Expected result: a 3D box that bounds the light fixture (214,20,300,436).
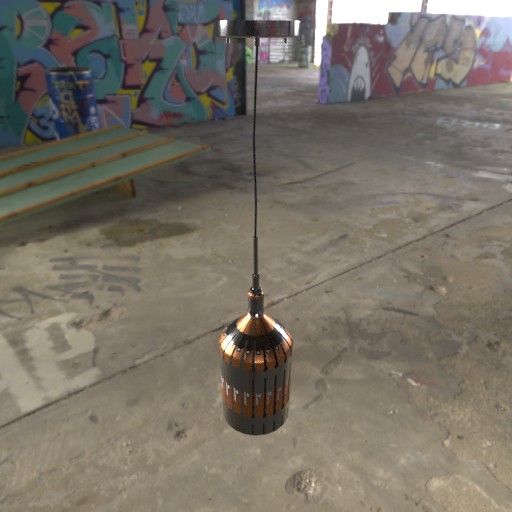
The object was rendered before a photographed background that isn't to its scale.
[{"bbox_3d":[0.000,0.000,1.639,0.303,1.535,0.303,0,27,0],"label":"light fixture"}]
